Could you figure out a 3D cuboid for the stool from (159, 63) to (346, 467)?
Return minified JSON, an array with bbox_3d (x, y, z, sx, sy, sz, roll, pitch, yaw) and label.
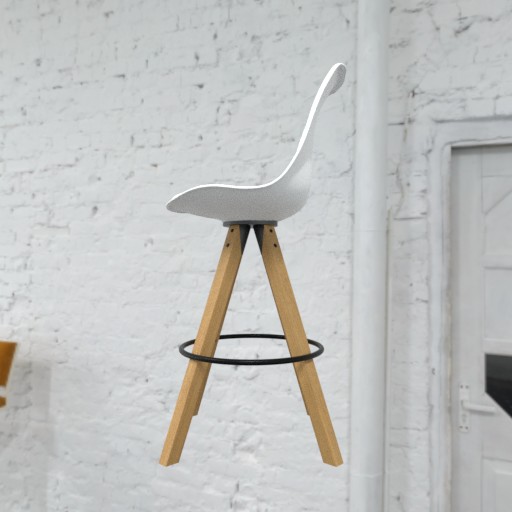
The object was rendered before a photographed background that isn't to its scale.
[{"bbox_3d":[0.000,0.000,1.382,0.549,1.115,0.482,0,-1,0],"label":"stool"}]
